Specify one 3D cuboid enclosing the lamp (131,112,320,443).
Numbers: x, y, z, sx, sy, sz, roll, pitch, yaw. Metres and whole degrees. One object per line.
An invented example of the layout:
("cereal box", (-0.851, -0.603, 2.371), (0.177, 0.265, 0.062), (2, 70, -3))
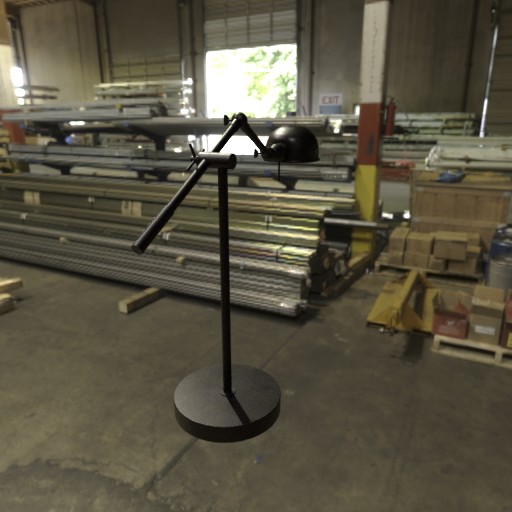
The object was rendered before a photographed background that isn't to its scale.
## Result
("lamp", (0.000, 0.000, 0.801), (0.185, 0.495, 0.567), (9, 19, 26))
